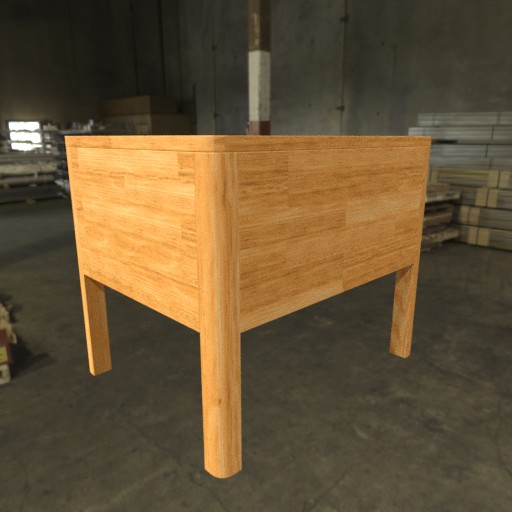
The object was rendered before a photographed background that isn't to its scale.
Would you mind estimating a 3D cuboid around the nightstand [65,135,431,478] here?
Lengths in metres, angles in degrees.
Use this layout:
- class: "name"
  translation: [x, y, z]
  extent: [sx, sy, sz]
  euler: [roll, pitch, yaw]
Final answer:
- class: "nightstand"
  translation: [0.000, 0.000, 0.900]
  extent: [0.560, 0.470, 0.440]
  euler: [-14, 20, -42]
